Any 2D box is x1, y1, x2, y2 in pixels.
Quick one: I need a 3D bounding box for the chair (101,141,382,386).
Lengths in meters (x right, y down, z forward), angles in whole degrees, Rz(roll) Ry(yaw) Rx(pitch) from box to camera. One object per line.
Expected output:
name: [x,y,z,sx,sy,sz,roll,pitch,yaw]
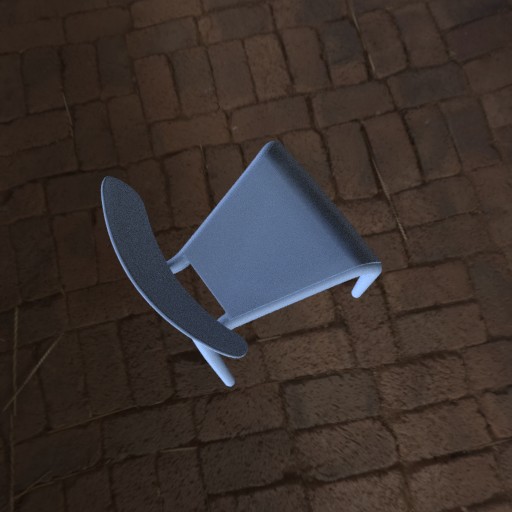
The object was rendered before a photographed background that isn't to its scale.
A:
chair: [0.000,0.000,0.833,0.401,0.580,0.356,-36,78,-9]
